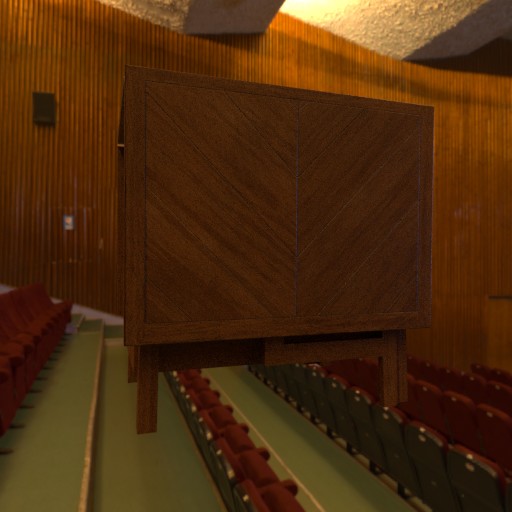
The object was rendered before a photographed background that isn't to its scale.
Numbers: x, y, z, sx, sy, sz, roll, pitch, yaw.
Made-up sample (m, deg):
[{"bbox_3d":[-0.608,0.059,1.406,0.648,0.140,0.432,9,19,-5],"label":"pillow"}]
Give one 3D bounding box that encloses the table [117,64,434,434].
[{"bbox_3d":[0.000,0.000,1.269,0.746,0.763,0.591,0,0,-19],"label":"table"}]
